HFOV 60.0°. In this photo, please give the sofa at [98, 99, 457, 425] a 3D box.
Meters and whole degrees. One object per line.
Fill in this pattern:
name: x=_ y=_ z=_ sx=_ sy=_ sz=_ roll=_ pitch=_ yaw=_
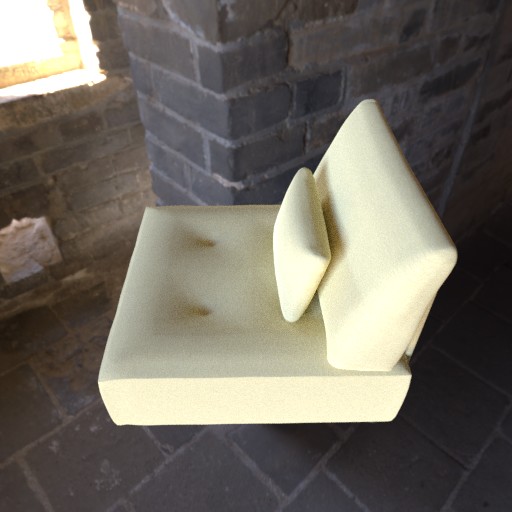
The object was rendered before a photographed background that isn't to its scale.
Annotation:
sofa: x=0.000 y=0.000 z=1.639 sx=1.000 sy=0.820 sz=0.930 roll=-1 pitch=42 yaw=-1
